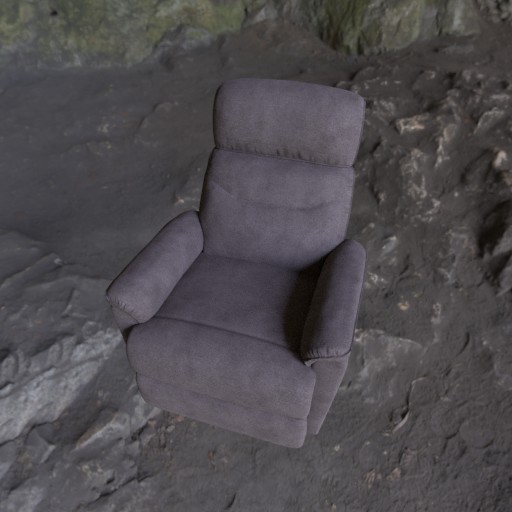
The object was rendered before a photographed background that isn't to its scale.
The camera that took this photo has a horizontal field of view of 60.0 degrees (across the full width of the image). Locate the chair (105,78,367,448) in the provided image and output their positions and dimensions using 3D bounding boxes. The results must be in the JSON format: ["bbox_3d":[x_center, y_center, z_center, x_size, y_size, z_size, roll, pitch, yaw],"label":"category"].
[{"bbox_3d":[0.000,0.000,1.709,0.830,1.036,1.009,12,42,13],"label":"chair"}]
